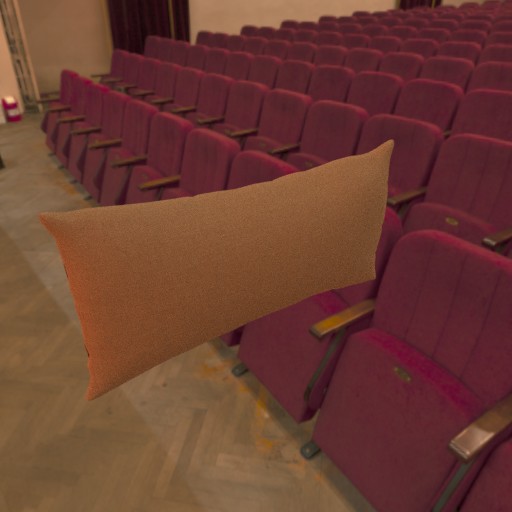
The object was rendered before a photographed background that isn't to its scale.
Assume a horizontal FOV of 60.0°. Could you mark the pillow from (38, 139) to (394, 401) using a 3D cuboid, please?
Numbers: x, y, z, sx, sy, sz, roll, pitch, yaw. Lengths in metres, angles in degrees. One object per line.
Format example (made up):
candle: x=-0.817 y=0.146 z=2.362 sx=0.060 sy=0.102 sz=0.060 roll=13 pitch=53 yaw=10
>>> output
pillow: x=0.000 y=0.000 z=0.733 sx=0.612 sy=0.308 sz=0.148 roll=-18 pitch=35 yaw=-28
